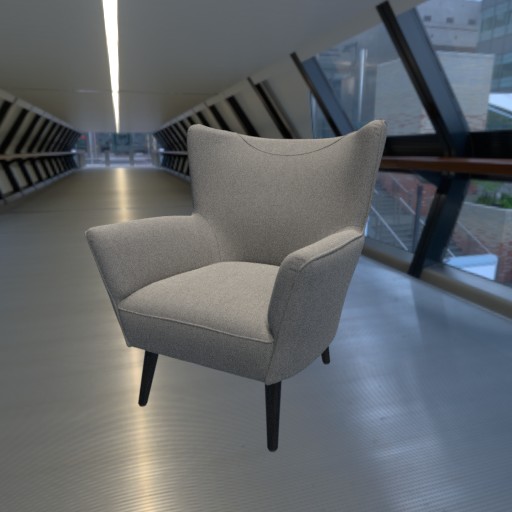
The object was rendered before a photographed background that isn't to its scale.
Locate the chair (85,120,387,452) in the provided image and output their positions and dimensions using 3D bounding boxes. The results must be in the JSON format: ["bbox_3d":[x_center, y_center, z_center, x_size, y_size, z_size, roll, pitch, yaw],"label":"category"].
[{"bbox_3d":[0.000,0.000,1.588,0.781,0.933,0.888,7,16,27],"label":"chair"}]
